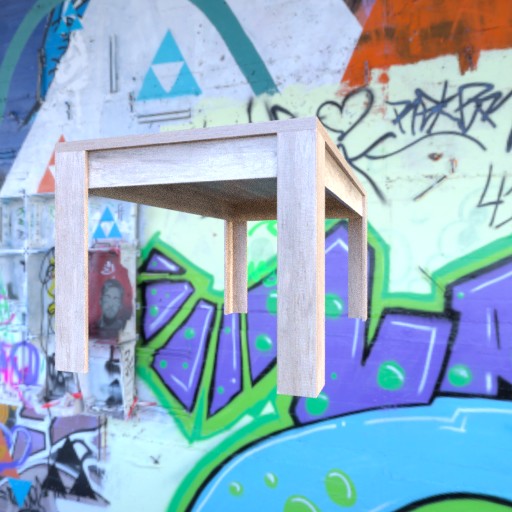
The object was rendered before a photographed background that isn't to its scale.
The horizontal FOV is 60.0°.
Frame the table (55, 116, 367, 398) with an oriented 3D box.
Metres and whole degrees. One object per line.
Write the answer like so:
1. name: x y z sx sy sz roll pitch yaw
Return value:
1. table: 0.000 0.000 2.121 0.900 0.775 1.600 0 0 19
